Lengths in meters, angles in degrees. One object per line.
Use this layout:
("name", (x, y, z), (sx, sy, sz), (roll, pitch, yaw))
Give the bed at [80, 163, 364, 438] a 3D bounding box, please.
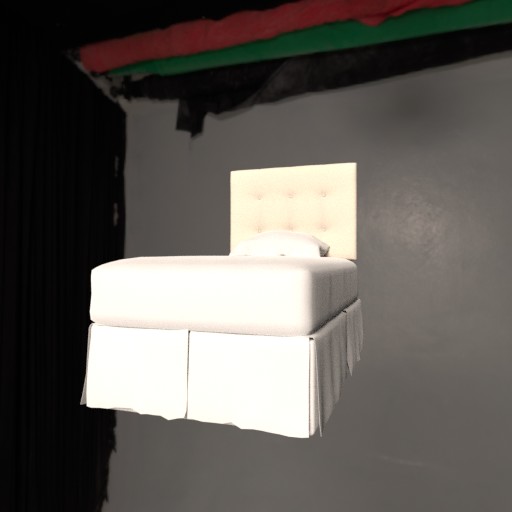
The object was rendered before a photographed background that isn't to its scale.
("bed", (0.000, 0.000, 2.995), (1.261, 1.571, 1.997), (0, 0, 19))
